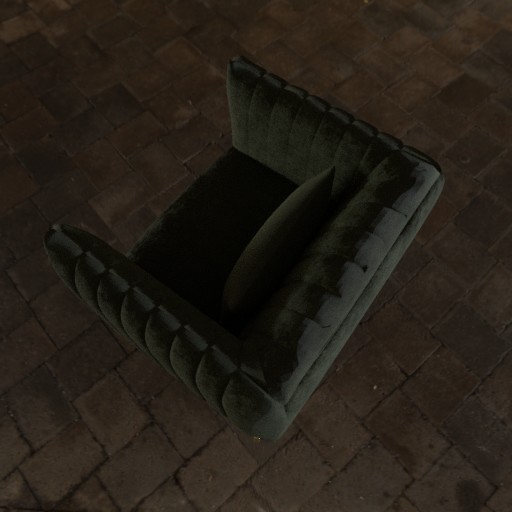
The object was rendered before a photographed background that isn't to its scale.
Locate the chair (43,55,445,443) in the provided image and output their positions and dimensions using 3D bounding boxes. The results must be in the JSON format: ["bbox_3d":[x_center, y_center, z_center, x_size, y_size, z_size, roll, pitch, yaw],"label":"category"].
[{"bbox_3d":[0.000,0.000,1.652,0.877,0.794,1.032,33,69,15],"label":"chair"}]
